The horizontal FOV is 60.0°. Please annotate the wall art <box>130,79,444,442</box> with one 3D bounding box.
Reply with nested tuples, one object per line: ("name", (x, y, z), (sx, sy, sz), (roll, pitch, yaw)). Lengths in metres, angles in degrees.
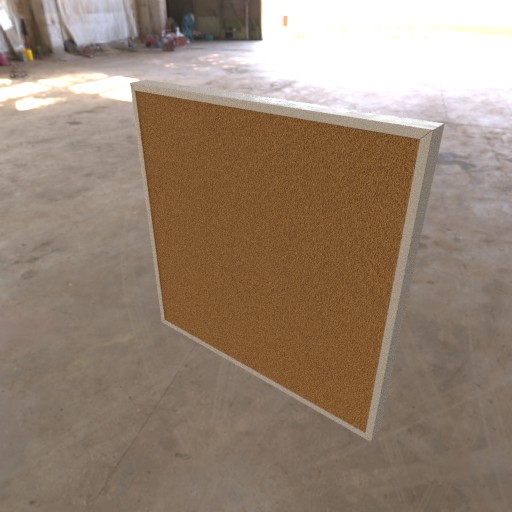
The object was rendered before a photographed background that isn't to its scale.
("wall art", (0.000, 0.000, 0.746), (0.508, 0.508, 0.037), (21, 36, 32))
